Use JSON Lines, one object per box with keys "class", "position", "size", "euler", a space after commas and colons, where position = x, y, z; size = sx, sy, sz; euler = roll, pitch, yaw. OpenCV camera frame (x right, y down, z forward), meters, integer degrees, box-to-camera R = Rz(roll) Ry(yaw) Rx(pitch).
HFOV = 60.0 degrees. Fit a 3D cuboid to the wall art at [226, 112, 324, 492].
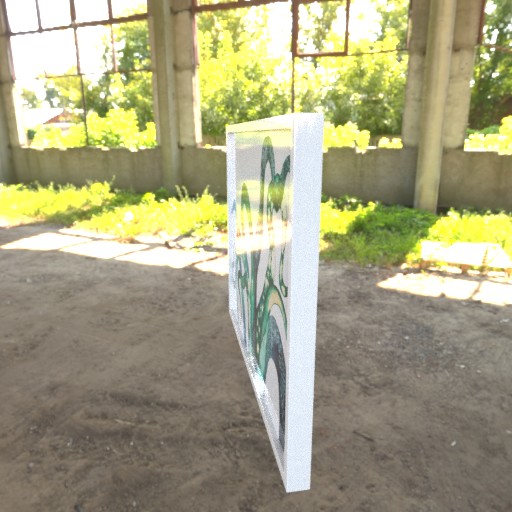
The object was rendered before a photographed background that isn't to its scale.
{"class": "wall art", "position": [0.000, 0.000, 1.360], "size": [0.053, 0.787, 1.041], "euler": [-3, 15, -10]}
